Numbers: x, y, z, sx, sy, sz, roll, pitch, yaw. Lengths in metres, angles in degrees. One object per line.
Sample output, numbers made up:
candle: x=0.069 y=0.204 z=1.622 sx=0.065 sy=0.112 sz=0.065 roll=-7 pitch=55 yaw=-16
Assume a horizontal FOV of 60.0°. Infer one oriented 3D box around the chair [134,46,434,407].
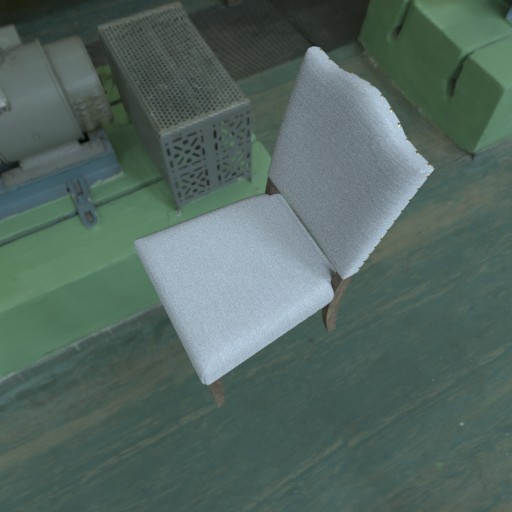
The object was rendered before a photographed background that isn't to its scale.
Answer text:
chair: x=0.000 y=0.000 z=1.341 sx=0.620 sy=1.020 sz=0.508 roll=-27 pitch=66 yaw=-13
